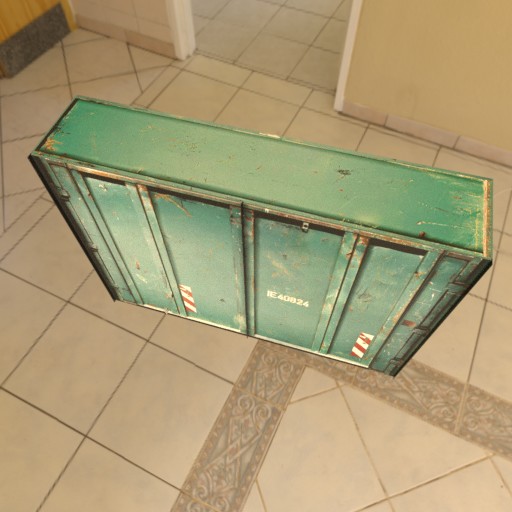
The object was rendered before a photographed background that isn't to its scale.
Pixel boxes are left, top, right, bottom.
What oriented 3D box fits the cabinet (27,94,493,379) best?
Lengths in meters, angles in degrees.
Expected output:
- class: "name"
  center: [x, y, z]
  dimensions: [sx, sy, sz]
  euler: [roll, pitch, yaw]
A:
- class: "cabinet"
  center: [0.000, 0.000, 3.830]
  dimensions: [3.001, 2.160, 0.680]
  euler: [14, 59, 9]
